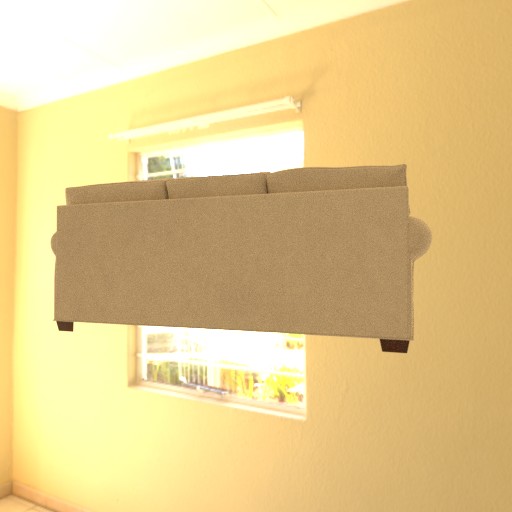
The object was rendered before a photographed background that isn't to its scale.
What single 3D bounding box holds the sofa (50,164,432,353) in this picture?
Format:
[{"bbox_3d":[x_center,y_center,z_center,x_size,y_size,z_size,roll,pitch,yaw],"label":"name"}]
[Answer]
[{"bbox_3d":[0.000,0.000,2.437,1.770,0.734,1.226,0,-1,20],"label":"sofa"}]
